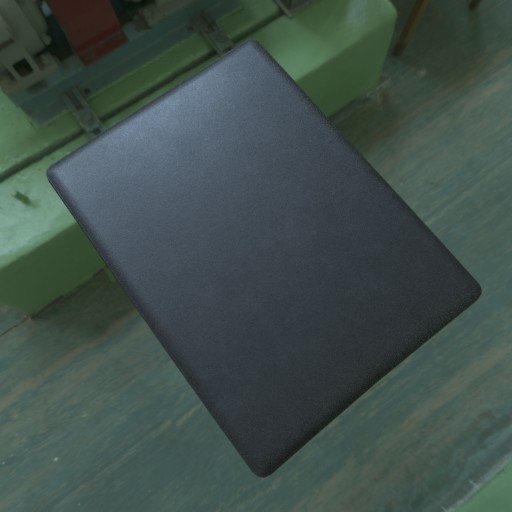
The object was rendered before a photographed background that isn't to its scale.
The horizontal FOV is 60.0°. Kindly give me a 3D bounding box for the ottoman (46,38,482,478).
[{"bbox_3d":[0.000,0.000,1.139,0.590,0.498,0.795,-37,78,-9],"label":"ottoman"}]
